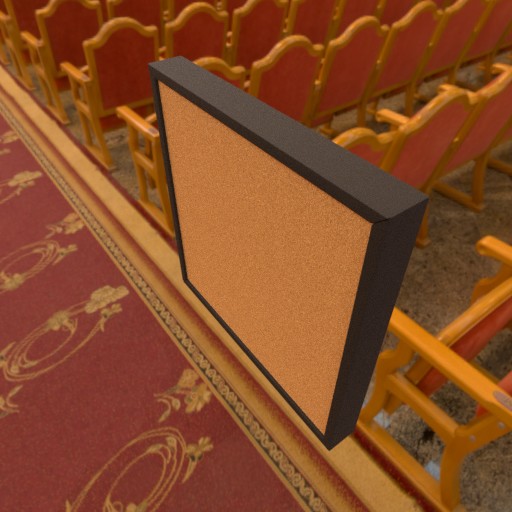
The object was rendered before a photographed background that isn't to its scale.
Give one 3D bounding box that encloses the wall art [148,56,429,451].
[{"bbox_3d":[0.000,0.000,0.453,0.037,0.305,0.305,-27,49,-26],"label":"wall art"}]
